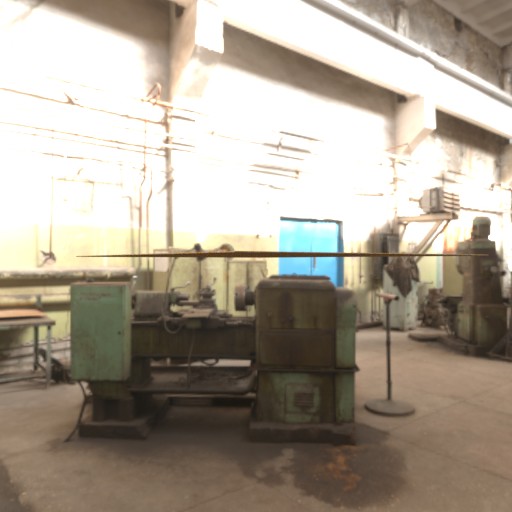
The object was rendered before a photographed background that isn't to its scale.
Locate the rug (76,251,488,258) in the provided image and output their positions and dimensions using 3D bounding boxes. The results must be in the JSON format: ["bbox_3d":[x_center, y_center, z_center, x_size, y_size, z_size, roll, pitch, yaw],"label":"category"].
[{"bbox_3d":[0.000,0.000,4.086,2.433,0.011,3.037,0,-1,-36],"label":"rug"}]
